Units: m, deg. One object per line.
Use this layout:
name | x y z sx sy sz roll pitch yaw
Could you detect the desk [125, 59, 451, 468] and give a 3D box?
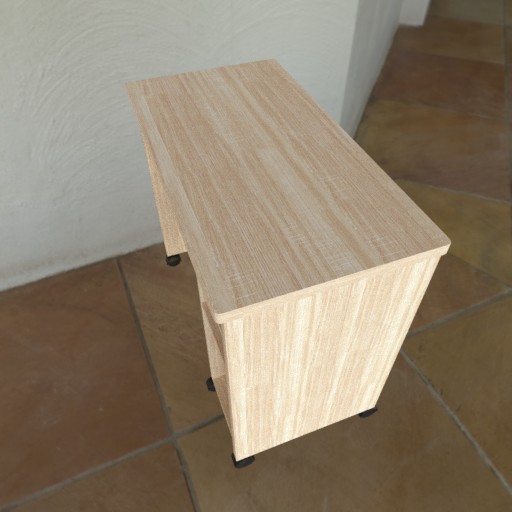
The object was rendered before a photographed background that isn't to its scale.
desk | 0.000 0.000 1.339 0.480 0.770 0.884 -15 49 -14
